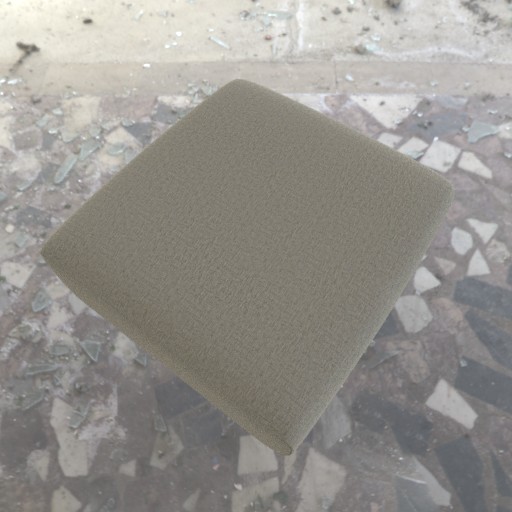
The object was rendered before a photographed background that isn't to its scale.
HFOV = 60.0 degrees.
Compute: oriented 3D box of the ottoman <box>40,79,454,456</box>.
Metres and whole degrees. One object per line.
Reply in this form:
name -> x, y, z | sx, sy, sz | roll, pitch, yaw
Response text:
ottoman -> 0.000, 0.000, 1.054 | 0.648, 0.399, 0.655 | 32, 65, 17
